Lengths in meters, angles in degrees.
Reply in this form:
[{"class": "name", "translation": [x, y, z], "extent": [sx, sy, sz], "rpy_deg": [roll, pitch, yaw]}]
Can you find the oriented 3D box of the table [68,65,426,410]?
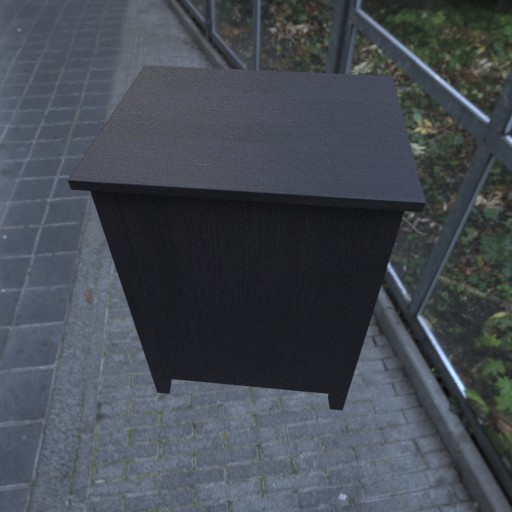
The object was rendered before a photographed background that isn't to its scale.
[{"class": "table", "translation": [0.000, 0.000, 0.948], "extent": [0.480, 0.635, 0.381], "rpy_deg": [4, 46, 4]}]
